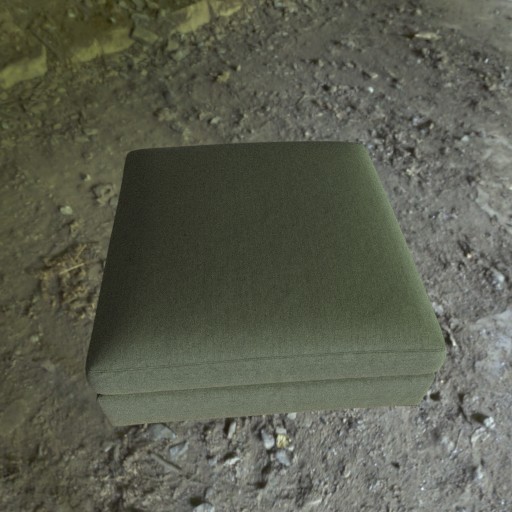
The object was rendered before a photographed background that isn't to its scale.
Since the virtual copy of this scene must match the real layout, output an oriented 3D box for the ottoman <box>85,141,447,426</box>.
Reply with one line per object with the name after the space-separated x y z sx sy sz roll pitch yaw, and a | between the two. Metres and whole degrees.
0.000 0.000 1.633 1.041 0.470 1.041 -3 48 -3 | ottoman
